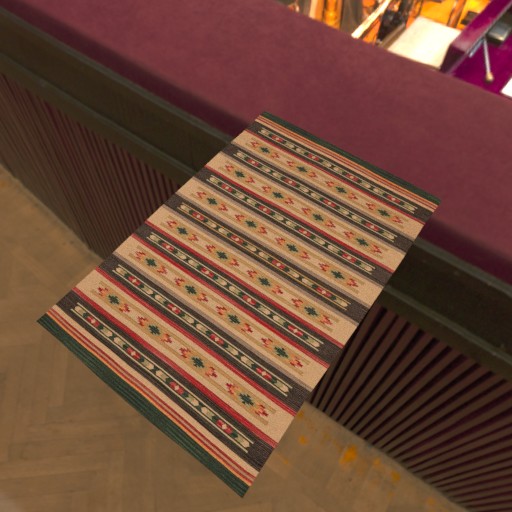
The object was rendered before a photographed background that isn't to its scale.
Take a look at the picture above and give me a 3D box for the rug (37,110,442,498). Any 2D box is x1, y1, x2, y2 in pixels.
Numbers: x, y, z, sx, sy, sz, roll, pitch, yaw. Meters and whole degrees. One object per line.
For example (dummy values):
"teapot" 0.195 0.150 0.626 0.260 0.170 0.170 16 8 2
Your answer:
"rug" 0.000 0.000 2.266 1.221 0.009 1.825 32 64 18
